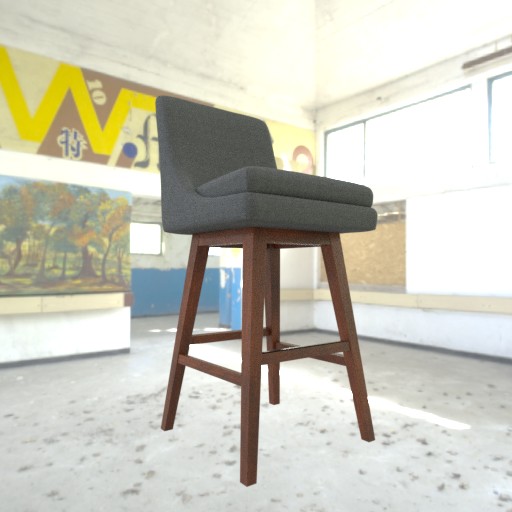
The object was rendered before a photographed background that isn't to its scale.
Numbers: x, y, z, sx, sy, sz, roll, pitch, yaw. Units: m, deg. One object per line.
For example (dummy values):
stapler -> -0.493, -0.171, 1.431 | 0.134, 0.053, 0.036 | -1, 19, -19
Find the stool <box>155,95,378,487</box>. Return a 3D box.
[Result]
stool -> 0.000, 0.000, 1.249 | 0.447, 0.977, 0.524 | 1, -2, -37
